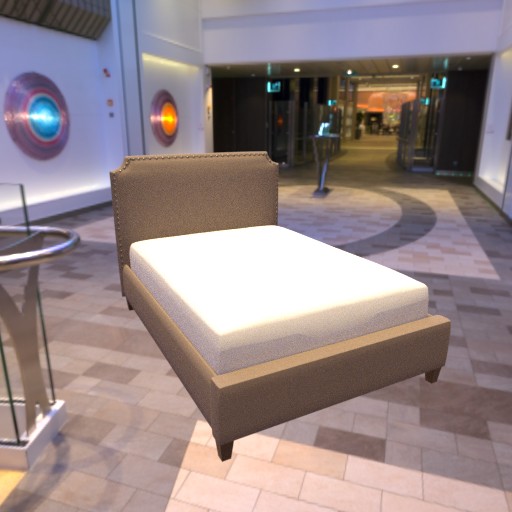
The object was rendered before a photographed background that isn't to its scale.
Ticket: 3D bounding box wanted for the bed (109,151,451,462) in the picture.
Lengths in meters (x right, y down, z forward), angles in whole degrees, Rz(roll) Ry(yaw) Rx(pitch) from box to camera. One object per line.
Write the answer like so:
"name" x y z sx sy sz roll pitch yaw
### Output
"bed" 0.000 0.000 3.481 1.713 1.443 2.372 -9 19 -27
